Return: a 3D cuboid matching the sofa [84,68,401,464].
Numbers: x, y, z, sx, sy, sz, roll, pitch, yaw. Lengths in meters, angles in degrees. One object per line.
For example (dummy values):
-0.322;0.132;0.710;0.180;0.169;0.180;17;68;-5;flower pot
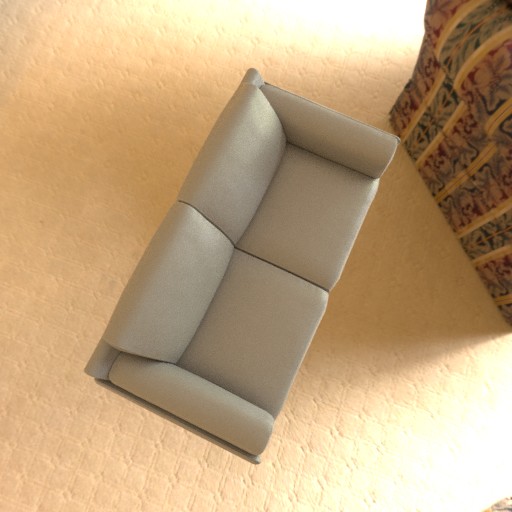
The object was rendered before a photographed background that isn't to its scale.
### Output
0.000;0.000;2.707;1.049;0.930;2.101;25;78;6;sofa
